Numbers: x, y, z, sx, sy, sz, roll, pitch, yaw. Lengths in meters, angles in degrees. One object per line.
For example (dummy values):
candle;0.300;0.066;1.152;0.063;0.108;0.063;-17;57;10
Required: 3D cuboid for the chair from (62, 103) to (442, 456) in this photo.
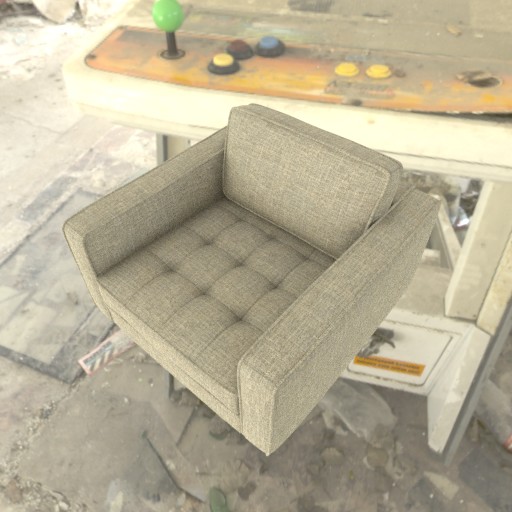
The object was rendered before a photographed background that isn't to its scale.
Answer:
chair;0.000;0.000;1.563;0.889;0.765;0.914;32;54;27
